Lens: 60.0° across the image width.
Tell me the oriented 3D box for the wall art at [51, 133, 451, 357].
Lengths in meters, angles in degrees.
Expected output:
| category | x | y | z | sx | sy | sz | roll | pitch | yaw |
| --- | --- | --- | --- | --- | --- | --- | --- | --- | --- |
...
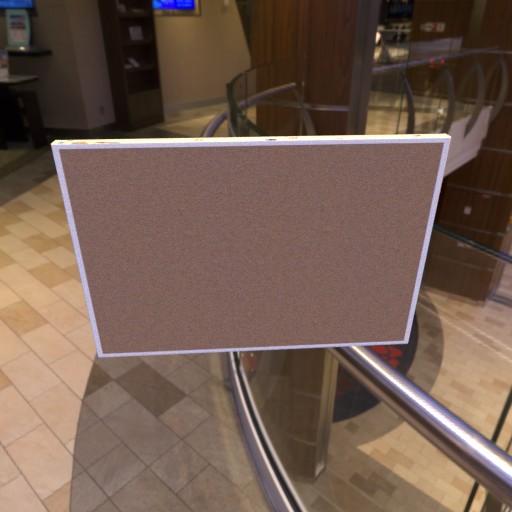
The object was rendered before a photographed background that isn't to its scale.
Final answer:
| category | x | y | z | sx | sy | sz | roll | pitch | yaw |
| --- | --- | --- | --- | --- | --- | --- | --- | --- | --- |
| wall art | 0.000 | 0.000 | 1.454 | 1.136 | 0.769 | 0.040 | -2 | 29 | -3 |
